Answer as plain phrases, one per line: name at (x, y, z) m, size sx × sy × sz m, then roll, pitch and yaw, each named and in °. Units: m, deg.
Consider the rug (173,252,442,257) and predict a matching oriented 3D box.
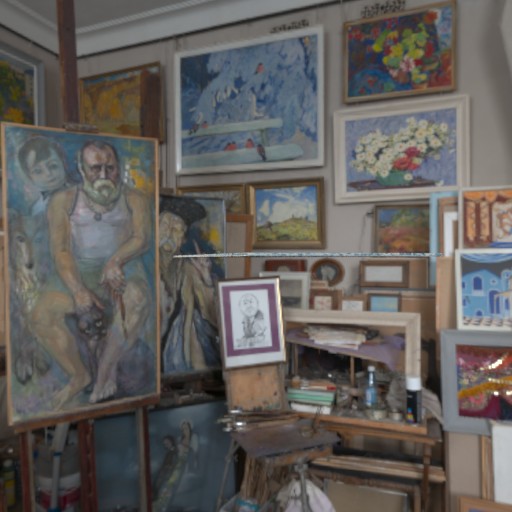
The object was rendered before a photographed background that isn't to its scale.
rug at (0.000, 0.000, 2.739) m, size 0.770 × 0.013 × 2.434 m, roll 0°, pitch 0°, yaw -16°
